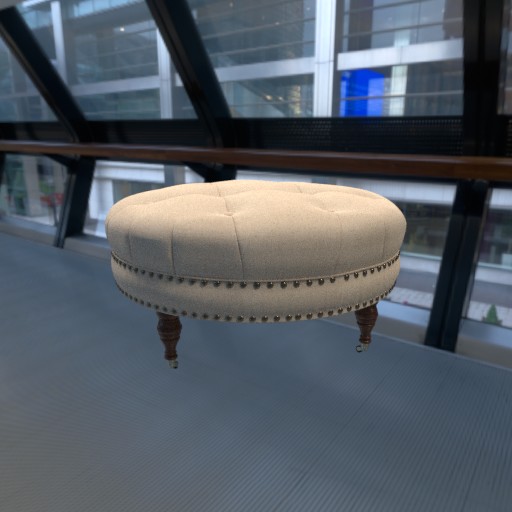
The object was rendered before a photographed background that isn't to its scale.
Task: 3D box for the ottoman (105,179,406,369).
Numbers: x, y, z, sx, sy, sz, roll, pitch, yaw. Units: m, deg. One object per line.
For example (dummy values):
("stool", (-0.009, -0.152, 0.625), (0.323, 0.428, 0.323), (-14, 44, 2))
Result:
("ottoman", (0.000, 0.000, 1.478), (0.940, 0.483, 0.940), (0, 14, 0))
